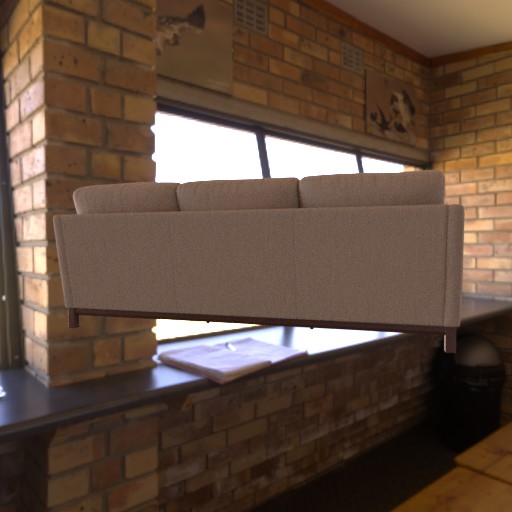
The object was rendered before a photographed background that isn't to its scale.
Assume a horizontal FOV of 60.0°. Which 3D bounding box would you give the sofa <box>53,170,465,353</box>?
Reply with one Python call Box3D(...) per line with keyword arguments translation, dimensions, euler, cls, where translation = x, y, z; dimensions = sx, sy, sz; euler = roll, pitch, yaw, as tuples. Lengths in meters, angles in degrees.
Box3D(translation=(0.000, 0.000, 2.831), dimensions=(2.321, 0.913, 1.000), euler=(0, 1, 18), cls="sofa")
